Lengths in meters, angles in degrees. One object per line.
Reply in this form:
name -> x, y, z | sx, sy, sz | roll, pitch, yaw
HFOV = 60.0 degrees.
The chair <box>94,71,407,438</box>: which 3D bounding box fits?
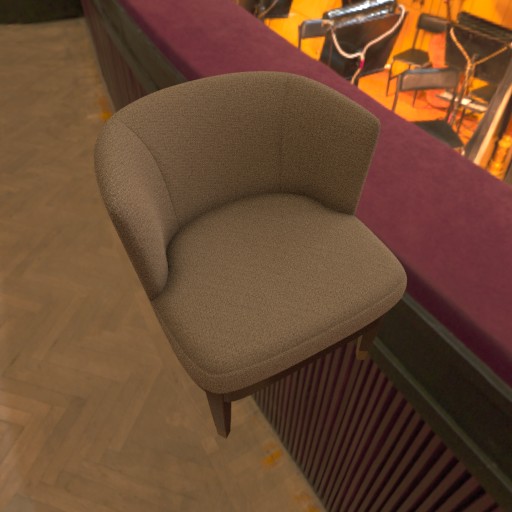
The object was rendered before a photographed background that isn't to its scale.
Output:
chair -> 0.000, 0.000, 1.241 | 0.700, 0.760, 0.660 | -23, 50, -21
